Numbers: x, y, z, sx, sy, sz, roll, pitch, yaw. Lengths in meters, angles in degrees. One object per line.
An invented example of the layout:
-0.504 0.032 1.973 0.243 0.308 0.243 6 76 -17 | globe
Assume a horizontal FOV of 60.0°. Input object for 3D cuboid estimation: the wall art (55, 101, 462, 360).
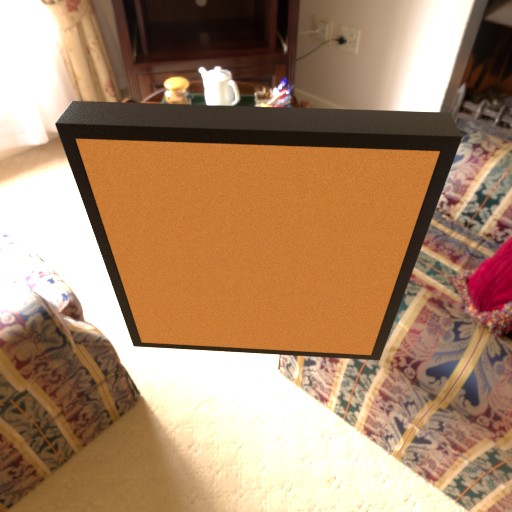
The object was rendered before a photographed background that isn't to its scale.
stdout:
0.000 0.000 0.444 0.299 0.299 0.037 3 45 3 | wall art
